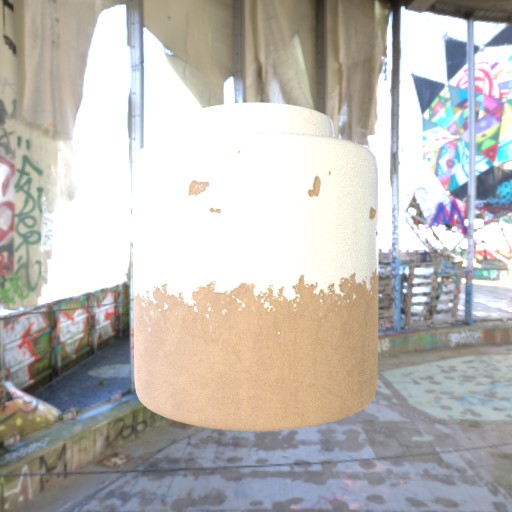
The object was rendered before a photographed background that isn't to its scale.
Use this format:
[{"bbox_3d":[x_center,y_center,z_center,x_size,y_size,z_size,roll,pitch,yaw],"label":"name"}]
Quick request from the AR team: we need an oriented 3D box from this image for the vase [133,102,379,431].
[{"bbox_3d":[0.000,0.000,0.286,0.153,0.167,0.153,0,2,0],"label":"vase"}]
